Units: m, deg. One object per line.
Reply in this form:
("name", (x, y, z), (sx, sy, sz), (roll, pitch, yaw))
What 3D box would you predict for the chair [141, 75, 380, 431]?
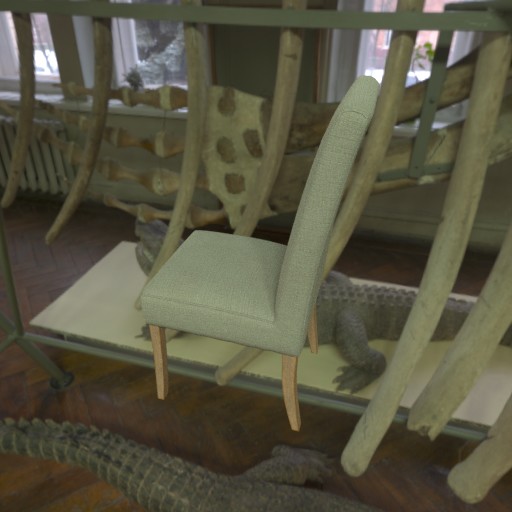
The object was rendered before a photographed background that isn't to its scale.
("chair", (0.000, 0.000, 1.397), (0.611, 1.033, 0.450), (8, 32, 14))
